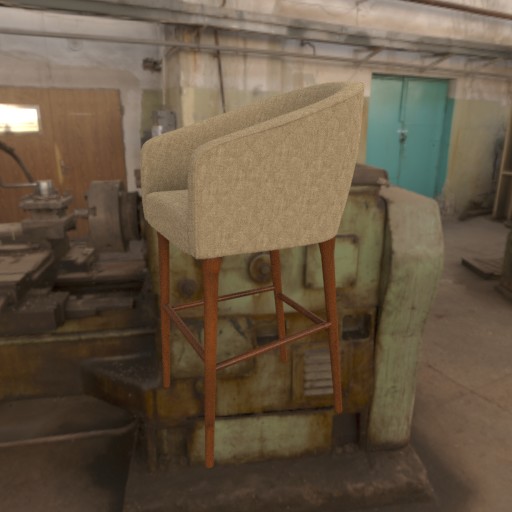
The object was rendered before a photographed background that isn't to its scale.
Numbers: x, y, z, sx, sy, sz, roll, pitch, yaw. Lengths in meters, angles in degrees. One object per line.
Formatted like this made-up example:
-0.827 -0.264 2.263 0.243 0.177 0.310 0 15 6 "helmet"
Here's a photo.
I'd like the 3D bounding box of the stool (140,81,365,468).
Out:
0.000 0.000 1.441 0.607 1.078 0.559 -8 18 -25 "stool"
